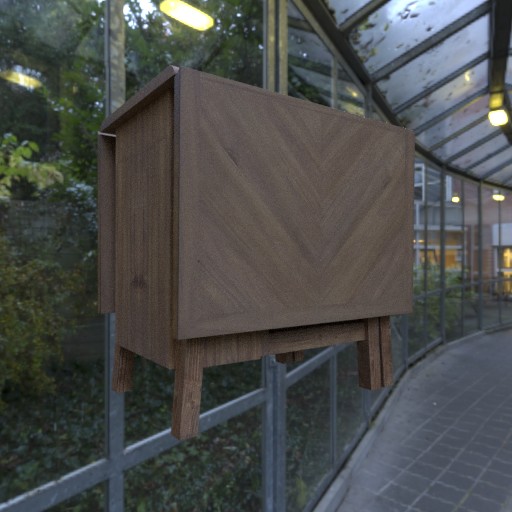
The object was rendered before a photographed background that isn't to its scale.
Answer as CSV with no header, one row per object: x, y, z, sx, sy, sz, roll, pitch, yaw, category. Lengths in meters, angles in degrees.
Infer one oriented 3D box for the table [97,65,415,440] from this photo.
0.000,0.000,1.663,0.967,0.981,0.701,0,-1,-36,table
